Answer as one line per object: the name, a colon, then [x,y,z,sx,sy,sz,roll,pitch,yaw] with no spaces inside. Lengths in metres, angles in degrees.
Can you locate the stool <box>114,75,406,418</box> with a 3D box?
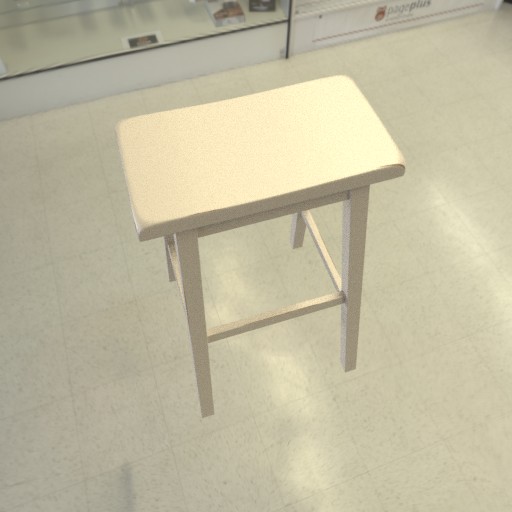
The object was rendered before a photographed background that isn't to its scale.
stool: [0.000,0.000,1.054,0.457,0.737,0.476,-15,60,-9]
